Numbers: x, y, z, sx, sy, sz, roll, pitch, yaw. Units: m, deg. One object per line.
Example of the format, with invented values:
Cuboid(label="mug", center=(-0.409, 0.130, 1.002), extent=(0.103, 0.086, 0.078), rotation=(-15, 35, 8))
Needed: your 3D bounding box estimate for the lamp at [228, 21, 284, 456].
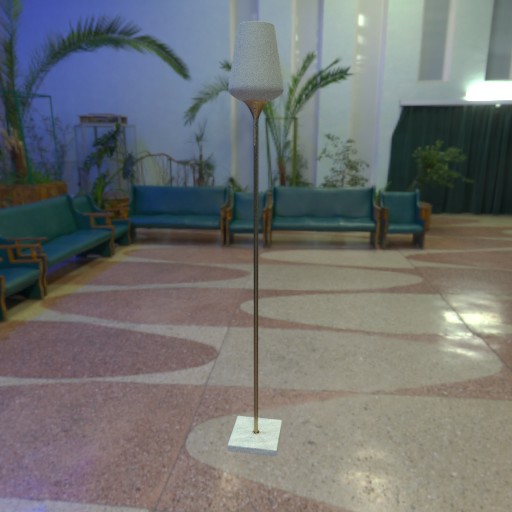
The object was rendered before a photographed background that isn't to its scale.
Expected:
Cuboid(label="lamp", center=(0.000, 0.000, 1.917), extent=(0.229, 1.813, 0.232), rotation=(2, 15, 9))
